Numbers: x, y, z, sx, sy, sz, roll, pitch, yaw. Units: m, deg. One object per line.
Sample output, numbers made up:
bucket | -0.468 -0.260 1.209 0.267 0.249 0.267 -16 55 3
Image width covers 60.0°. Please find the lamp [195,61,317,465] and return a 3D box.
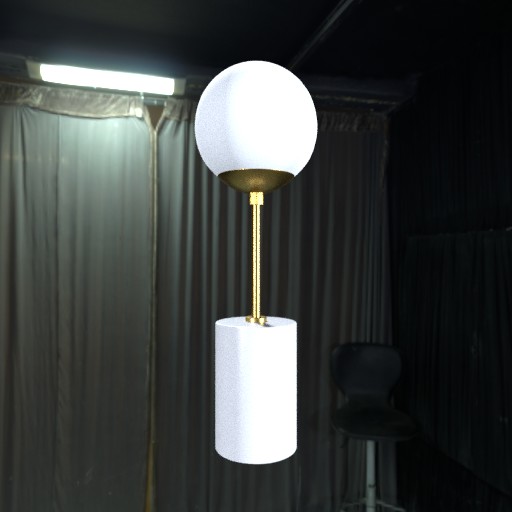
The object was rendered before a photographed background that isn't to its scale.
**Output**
lamp | 0.000 0.000 0.561 0.153 0.480 0.153 0 -1 0
